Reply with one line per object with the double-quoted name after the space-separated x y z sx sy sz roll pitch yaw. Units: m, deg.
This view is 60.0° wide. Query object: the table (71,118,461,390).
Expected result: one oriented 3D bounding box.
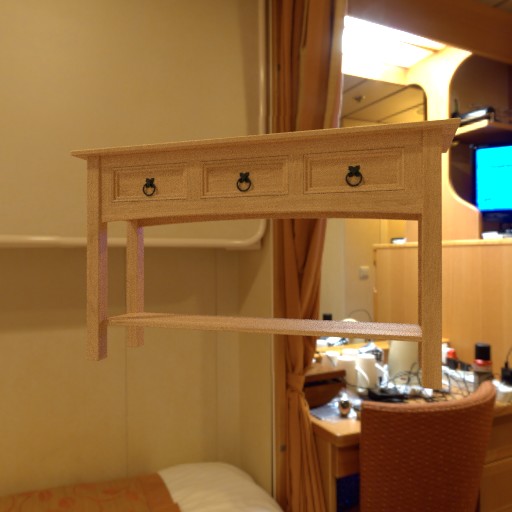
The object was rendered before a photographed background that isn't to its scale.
0.000 0.000 1.519 1.240 0.730 0.350 0 0 18 "table"
